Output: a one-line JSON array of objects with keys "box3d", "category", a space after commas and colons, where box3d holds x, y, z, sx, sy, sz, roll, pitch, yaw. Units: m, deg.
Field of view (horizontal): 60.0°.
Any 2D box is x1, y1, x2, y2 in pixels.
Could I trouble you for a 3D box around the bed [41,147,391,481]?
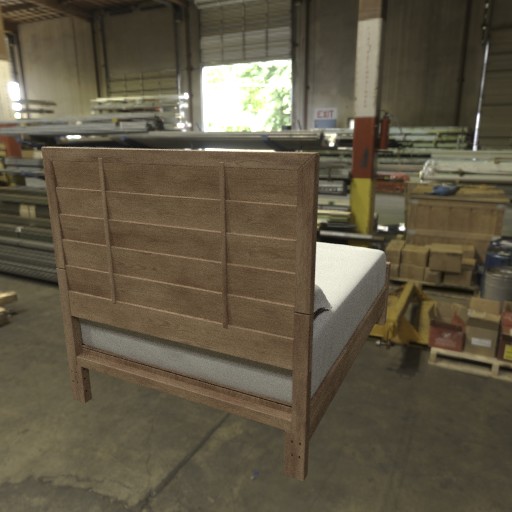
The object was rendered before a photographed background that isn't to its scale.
[{"box3d": [0.000, 0.000, 3.319, 1.626, 1.626, 2.197, 8, 17, 25], "category": "bed"}]
